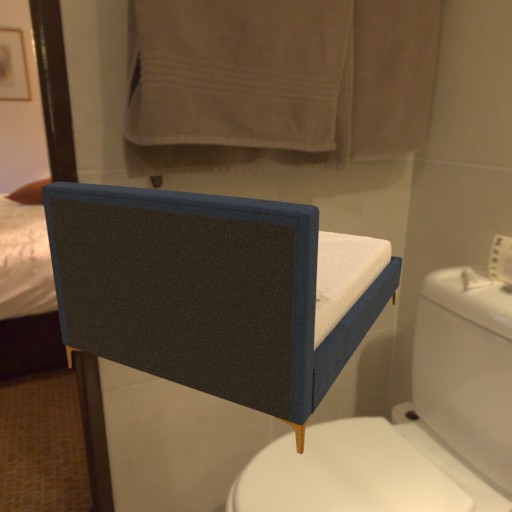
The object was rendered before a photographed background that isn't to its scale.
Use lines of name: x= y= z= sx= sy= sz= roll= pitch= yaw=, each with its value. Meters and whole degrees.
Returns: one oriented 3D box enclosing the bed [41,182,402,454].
bed: x=0.000 y=0.000 z=3.284 sx=1.723 sy=1.231 sz=2.172 roll=9 pitch=19 yaw=27
